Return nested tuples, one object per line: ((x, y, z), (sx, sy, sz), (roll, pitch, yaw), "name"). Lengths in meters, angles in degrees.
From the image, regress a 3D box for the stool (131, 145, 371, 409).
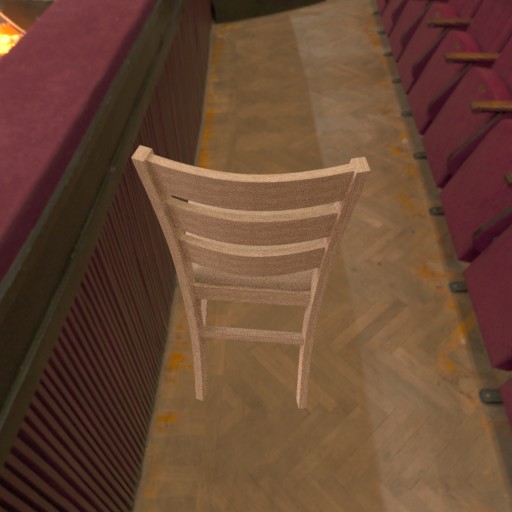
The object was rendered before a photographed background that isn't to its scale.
((0.000, 0.000, 1.360), (0.484, 1.032, 0.569), (4, 47, 3), "stool")
